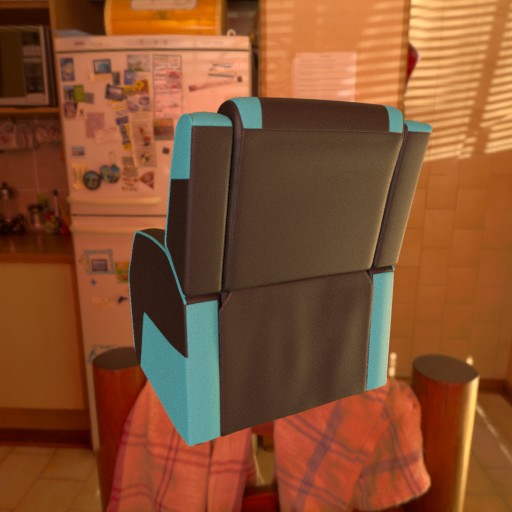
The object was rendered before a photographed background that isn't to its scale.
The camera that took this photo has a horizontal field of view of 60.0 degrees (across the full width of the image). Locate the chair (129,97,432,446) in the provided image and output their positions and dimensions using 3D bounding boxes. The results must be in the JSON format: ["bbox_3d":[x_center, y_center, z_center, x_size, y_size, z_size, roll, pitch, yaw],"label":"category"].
[{"bbox_3d":[0.000,0.000,1.287,0.620,0.805,0.672,-7,15,-27],"label":"chair"}]
